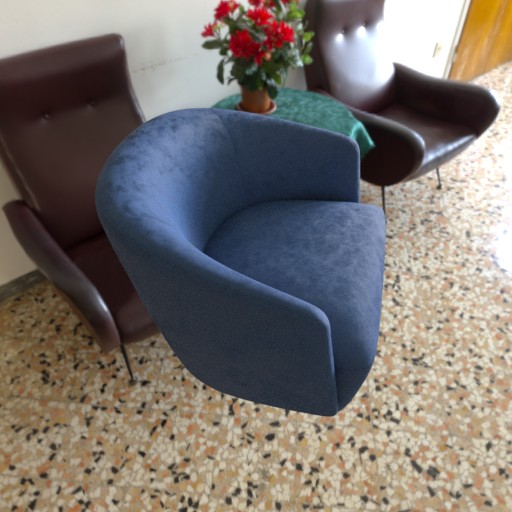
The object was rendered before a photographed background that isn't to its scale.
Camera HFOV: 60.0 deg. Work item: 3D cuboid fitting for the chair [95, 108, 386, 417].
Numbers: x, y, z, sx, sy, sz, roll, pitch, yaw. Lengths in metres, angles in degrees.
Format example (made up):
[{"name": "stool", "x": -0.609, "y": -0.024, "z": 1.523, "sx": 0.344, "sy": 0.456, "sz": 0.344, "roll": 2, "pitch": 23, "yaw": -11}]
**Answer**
[{"name": "chair", "x": 0.000, "y": 0.000, "z": 1.352, "sx": 0.767, "sy": 0.698, "sz": 0.773, "roll": 10, "pitch": 44, "yaw": 10}]
